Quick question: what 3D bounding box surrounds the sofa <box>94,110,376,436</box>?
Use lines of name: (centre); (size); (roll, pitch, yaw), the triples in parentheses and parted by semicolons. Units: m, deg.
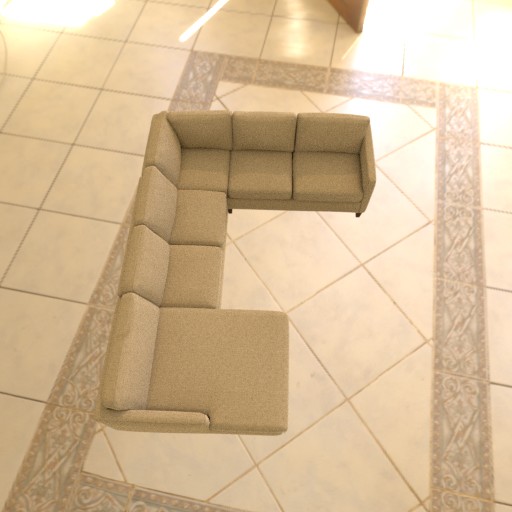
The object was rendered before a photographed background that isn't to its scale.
sofa: (0.000, 0.000, 4.625); (2.593, 0.959, 3.460); (2, 62, 1)
